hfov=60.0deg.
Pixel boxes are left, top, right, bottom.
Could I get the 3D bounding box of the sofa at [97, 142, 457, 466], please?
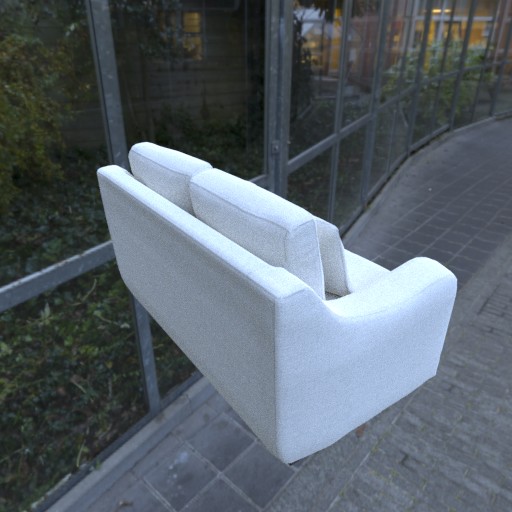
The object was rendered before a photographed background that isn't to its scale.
[{"bbox_3d":[0.000,0.000,2.317,1.040,1.047,1.744,-18,32,-31],"label":"sofa"}]
